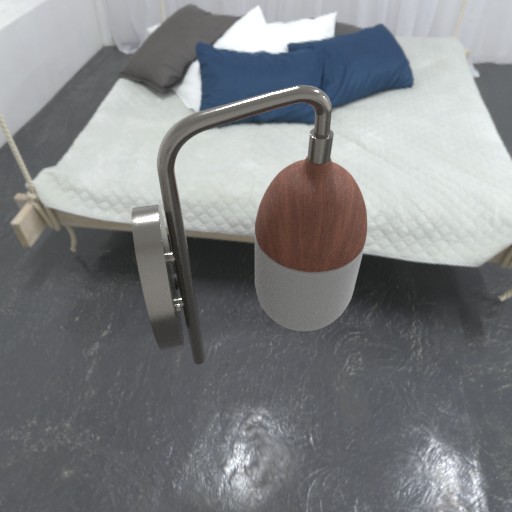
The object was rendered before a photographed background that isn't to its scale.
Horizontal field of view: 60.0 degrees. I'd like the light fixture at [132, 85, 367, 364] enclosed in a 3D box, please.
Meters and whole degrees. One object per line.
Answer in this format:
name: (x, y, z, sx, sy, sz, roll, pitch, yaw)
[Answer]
light fixture: (0.000, 0.000, 0.442, 0.216, 0.343, 0.108, -9, 47, -8)
